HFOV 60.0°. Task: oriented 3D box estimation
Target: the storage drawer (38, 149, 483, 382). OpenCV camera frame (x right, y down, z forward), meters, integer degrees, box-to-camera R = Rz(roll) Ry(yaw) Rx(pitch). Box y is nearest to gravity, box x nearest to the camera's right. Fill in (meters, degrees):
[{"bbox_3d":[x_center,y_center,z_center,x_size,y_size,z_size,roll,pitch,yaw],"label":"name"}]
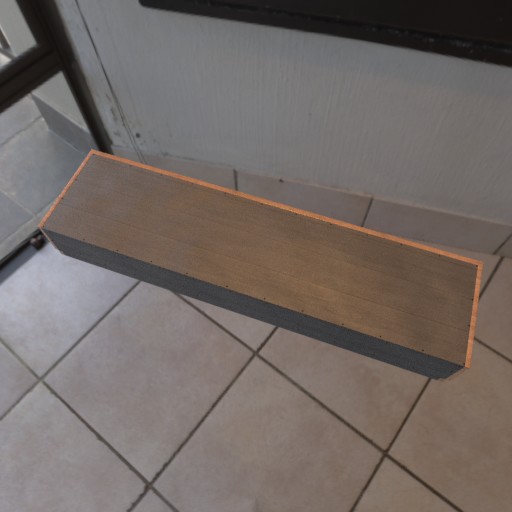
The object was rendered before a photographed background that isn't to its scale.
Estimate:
[{"bbox_3d":[0.000,0.000,2.197,2.032,0.264,0.538,17,63,9],"label":"storage drawer"}]
